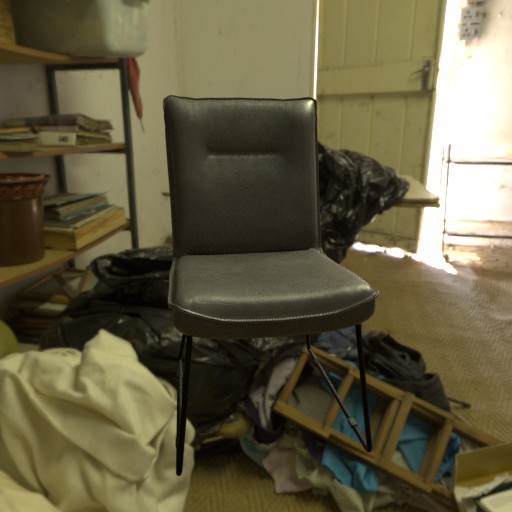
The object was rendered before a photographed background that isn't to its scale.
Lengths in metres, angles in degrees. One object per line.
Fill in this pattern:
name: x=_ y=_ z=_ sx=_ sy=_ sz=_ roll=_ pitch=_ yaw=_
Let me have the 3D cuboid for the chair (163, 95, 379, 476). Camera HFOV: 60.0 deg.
chair: x=0.000 y=0.000 z=1.317 sx=0.515 sy=0.932 sz=0.688 roll=-3 pitch=17 yaw=-9
